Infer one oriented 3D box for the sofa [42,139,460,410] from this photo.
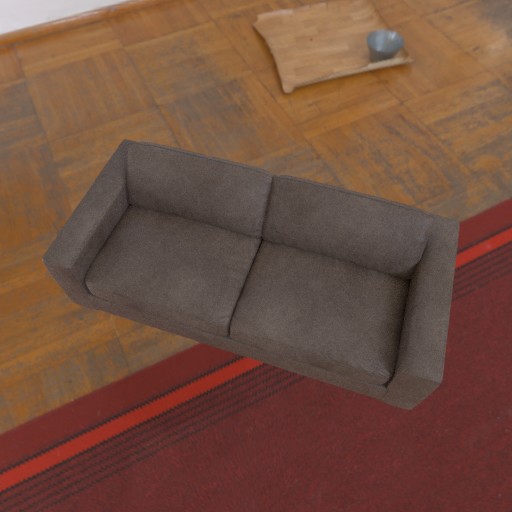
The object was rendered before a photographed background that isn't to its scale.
[{"bbox_3d":[0.000,0.000,2.731,2.262,0.801,1.070,16,59,10],"label":"sofa"}]
